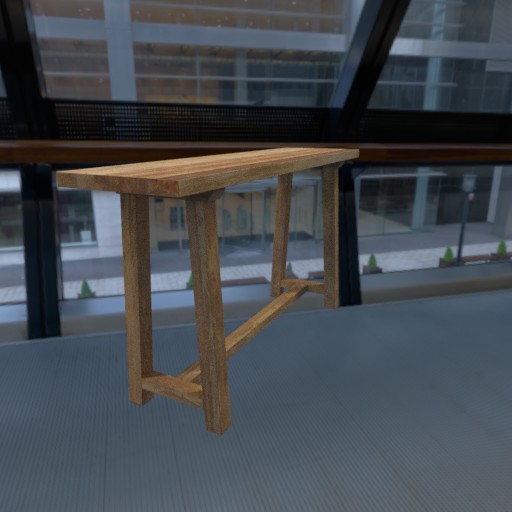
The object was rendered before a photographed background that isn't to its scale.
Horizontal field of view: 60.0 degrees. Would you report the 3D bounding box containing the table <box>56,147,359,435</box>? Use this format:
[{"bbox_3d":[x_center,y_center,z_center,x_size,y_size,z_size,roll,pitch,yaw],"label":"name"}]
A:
[{"bbox_3d":[0.000,0.000,1.854,0.405,0.810,1.524,8,18,27],"label":"table"}]
